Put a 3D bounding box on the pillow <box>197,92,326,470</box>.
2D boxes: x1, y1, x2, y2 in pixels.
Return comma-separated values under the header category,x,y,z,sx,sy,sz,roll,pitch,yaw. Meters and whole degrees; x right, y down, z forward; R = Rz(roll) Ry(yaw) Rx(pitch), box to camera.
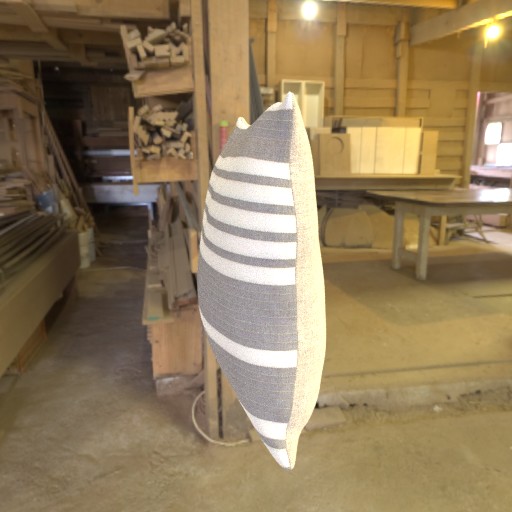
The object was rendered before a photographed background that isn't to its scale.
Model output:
category,x,y,z,sx,sy,sz,roll,pitch,yaw
pillow,0.000,0.000,0.684,0.182,0.440,0.439,-2,13,-8
